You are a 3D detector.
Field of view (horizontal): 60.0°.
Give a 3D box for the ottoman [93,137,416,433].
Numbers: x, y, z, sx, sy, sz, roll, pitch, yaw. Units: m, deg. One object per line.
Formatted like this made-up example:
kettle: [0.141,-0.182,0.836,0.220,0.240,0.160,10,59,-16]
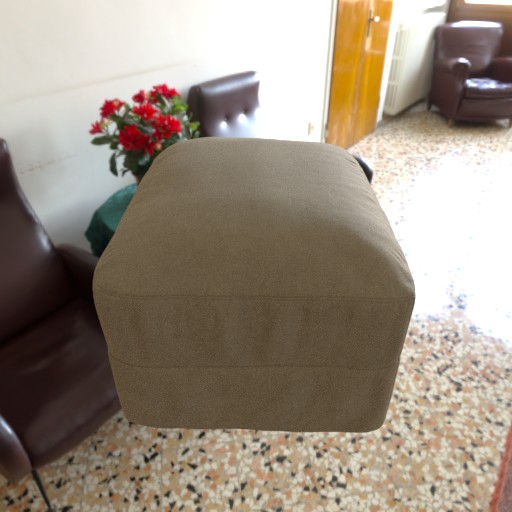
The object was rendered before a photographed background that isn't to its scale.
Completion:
ottoman: [0.000,0.000,1.085,0.584,0.480,0.712,0,33,0]
